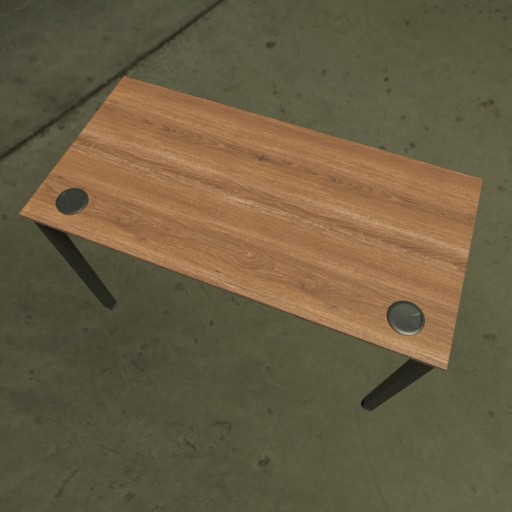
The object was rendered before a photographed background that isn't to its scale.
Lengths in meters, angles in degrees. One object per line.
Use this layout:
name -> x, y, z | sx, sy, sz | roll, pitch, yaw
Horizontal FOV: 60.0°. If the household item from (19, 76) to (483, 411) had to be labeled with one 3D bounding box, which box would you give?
household item -> 0.000, 0.000, 1.603 | 1.200, 0.750, 0.600 | 19, 64, 10
